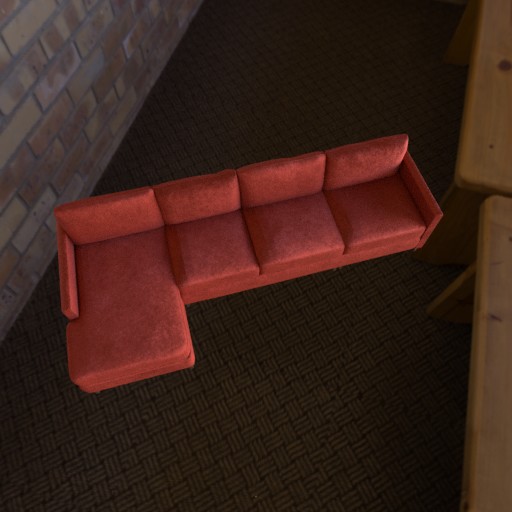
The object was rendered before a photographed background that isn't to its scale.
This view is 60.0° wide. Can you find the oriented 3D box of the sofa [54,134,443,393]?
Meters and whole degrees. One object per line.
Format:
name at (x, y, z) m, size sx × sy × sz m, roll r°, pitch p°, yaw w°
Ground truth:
sofa at (0.000, 0.000, 4.024) m, size 3.400 × 0.967 × 1.500 m, roll -13°, pitch 62°, yaw -7°
